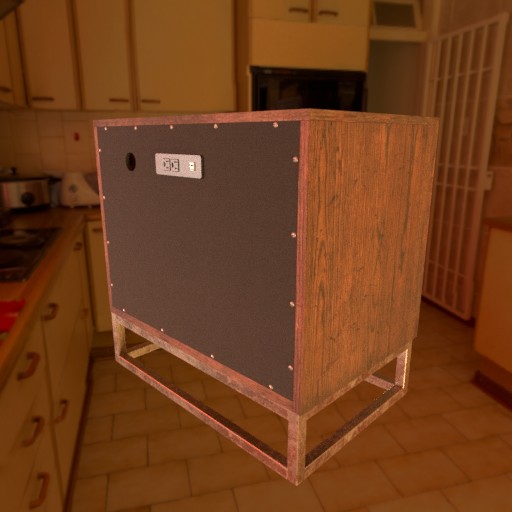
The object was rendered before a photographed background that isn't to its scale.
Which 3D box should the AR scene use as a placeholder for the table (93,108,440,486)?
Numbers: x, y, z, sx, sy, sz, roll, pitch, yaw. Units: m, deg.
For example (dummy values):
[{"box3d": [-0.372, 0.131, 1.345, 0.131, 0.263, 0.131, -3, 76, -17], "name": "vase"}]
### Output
[{"box3d": [0.000, 0.000, 1.258, 0.767, 0.746, 0.542, 14, 21, 43], "name": "table"}]
